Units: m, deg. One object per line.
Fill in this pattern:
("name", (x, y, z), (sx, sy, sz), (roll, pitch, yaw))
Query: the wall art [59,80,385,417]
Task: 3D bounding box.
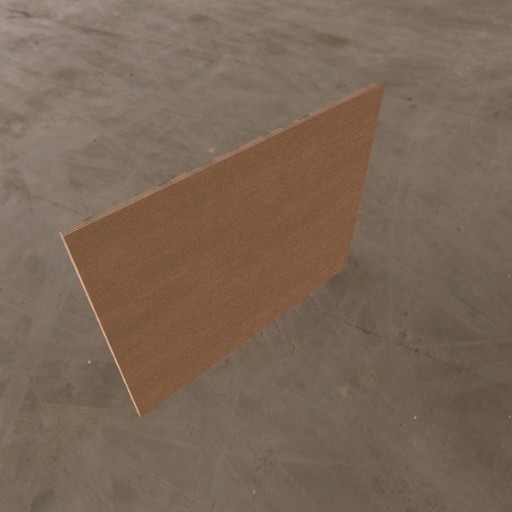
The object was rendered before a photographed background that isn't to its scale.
("wall art", (0.000, 0.000, 0.697), (0.508, 0.408, 0.010), (-32, 54, -27))
